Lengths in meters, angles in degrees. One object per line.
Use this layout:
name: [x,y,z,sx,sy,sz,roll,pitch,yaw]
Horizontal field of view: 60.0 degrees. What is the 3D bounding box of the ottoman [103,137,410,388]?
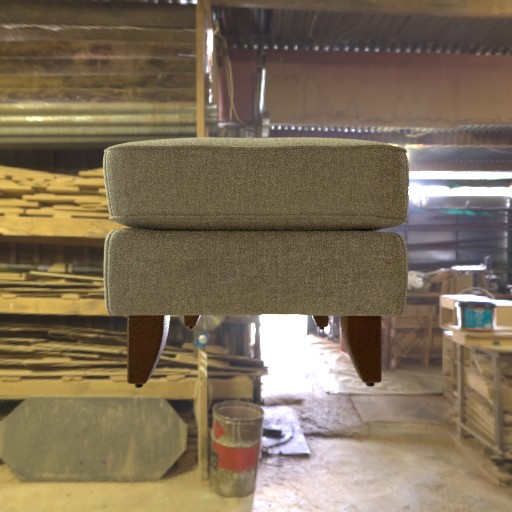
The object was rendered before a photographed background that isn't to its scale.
ottoman: [0.000,0.000,1.325,0.661,0.561,0.889,0,0,0]
